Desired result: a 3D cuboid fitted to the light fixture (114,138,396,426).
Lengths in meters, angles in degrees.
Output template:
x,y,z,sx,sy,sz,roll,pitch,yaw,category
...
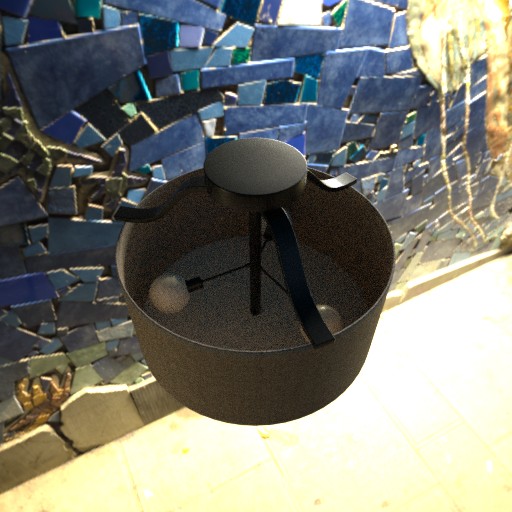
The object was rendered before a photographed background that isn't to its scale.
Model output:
x,y,z,sx,sy,sz,roll,pitch,yaw,category
0.000,0.000,0.640,0.390,0.306,0.390,0,45,0,light fixture
